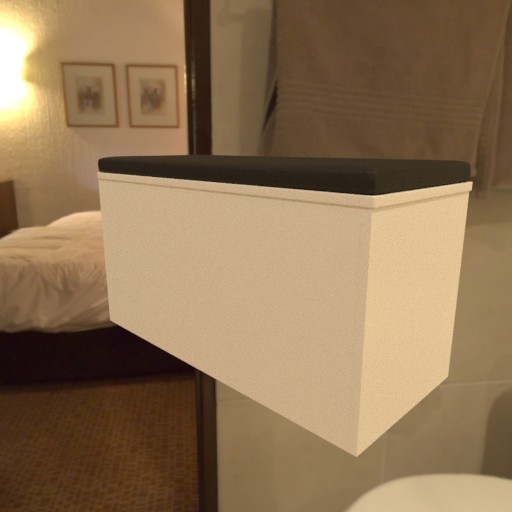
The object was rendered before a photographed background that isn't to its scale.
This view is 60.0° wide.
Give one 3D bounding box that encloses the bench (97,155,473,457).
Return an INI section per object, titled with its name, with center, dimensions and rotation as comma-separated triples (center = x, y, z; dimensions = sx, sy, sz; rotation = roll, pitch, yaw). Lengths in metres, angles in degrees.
[bench]
center = 0.000, 0.000, 1.156
dimensions = 0.899, 0.500, 0.401
rotation = 13, 19, 43
